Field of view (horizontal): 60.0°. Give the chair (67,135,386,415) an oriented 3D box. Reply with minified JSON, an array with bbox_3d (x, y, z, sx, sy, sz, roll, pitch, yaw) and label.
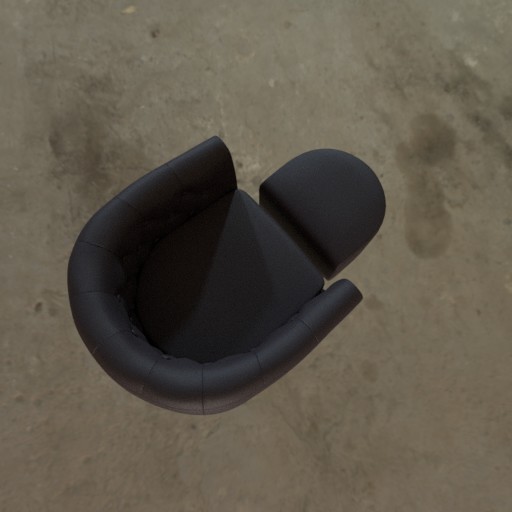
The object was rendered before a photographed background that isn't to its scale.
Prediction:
[{"bbox_3d":[0.000,0.000,1.638,1.191,0.760,0.763,-39,78,-10],"label":"chair"}]
